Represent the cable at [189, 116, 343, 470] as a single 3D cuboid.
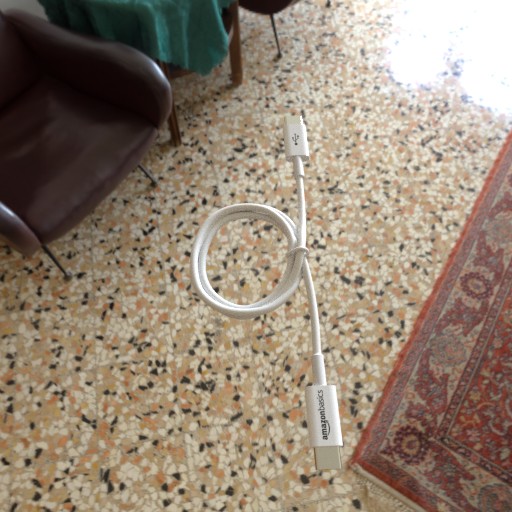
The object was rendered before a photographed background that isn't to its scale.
[{"bbox_3d":[0.000,0.000,0.231,0.070,0.014,0.203,-2,62,-1],"label":"cable"}]
